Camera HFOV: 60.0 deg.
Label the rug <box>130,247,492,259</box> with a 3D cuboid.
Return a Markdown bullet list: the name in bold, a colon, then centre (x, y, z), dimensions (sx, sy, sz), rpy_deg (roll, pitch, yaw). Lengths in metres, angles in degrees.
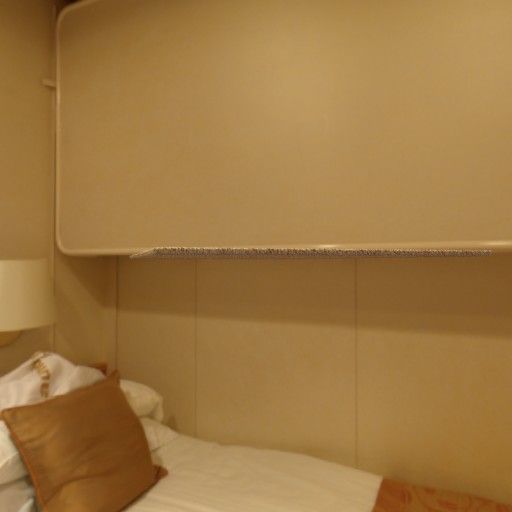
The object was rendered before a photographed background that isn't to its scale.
- **rug**: centre (0.000, 0.000, 2.878), dimensions (1.500, 0.025, 2.349), rpy_deg (0, -1, -18)
